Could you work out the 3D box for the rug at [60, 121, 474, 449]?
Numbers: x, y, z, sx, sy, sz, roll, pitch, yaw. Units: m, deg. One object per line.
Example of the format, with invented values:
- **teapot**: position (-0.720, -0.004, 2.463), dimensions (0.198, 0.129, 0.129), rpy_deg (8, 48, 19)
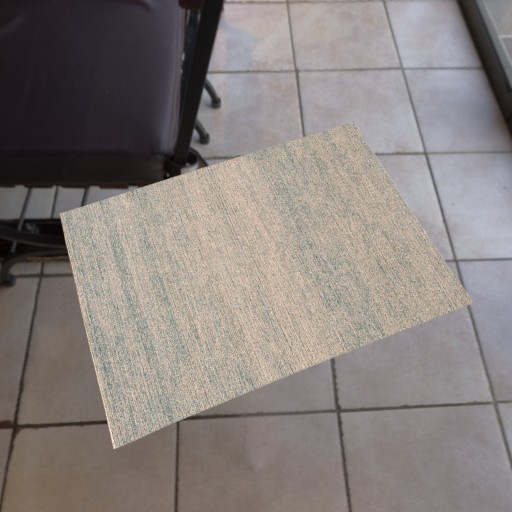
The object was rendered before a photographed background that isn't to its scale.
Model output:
- **rug**: position (0.000, 0.000, 2.923), dimensions (2.306, 0.030, 1.613), rpy_deg (-19, 65, -9)
